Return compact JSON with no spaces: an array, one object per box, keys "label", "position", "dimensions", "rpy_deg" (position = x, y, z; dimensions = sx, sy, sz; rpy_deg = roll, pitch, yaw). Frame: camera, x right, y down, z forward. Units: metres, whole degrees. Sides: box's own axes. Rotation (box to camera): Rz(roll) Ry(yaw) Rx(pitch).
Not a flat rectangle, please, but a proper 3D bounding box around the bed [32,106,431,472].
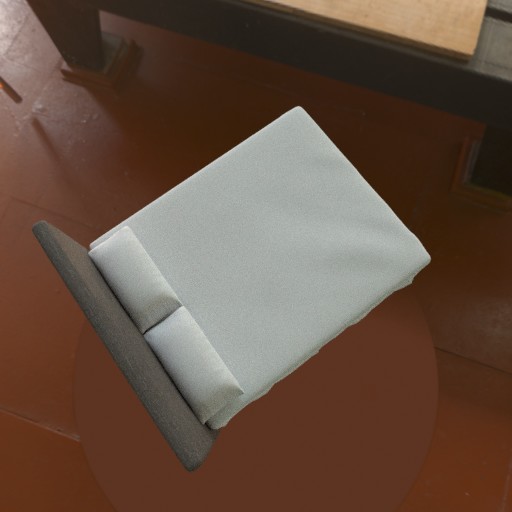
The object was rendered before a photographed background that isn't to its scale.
[{"label":"bed","position":[0.000,0.000,3.189],"dimensions":[2.142,1.330,1.723],"rpy_deg":[-36,78,-8]}]
